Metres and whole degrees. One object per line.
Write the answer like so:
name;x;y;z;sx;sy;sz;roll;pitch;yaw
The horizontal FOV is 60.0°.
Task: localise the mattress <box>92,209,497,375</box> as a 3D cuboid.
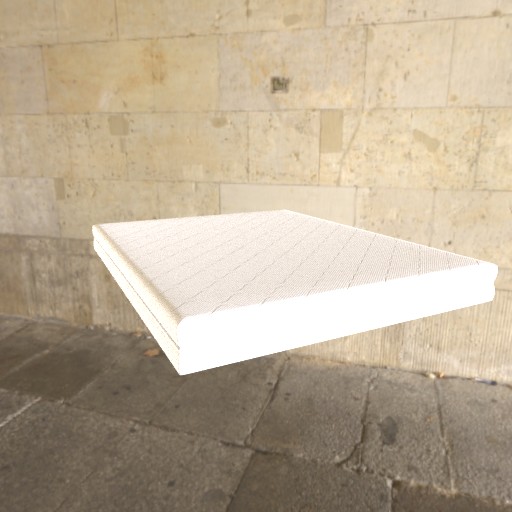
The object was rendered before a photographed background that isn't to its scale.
mattress;0.000;0.000;2.660;1.600;0.200;2.000;-7;16;-26
